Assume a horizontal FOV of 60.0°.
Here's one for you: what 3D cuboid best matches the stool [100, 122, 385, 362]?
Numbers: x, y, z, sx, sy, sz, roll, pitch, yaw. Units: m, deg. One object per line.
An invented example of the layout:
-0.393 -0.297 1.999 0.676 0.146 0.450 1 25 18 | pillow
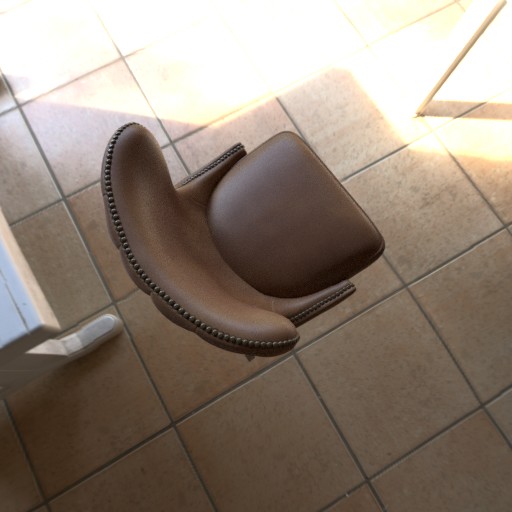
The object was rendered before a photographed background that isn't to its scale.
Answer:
0.000 0.000 1.398 0.606 1.087 0.591 -35 78 -9 | stool
